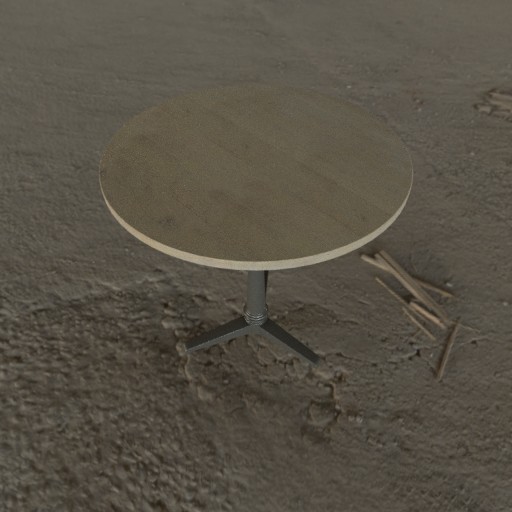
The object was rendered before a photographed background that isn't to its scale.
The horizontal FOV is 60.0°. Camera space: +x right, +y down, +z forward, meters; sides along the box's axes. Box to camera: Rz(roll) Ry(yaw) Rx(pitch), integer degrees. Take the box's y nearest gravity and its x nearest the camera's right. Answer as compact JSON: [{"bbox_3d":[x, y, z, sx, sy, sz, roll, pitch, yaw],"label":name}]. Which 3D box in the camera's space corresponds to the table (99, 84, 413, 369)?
[{"bbox_3d":[0.000,0.000,1.441,0.800,0.780,0.800,0,46,0],"label":"table"}]
